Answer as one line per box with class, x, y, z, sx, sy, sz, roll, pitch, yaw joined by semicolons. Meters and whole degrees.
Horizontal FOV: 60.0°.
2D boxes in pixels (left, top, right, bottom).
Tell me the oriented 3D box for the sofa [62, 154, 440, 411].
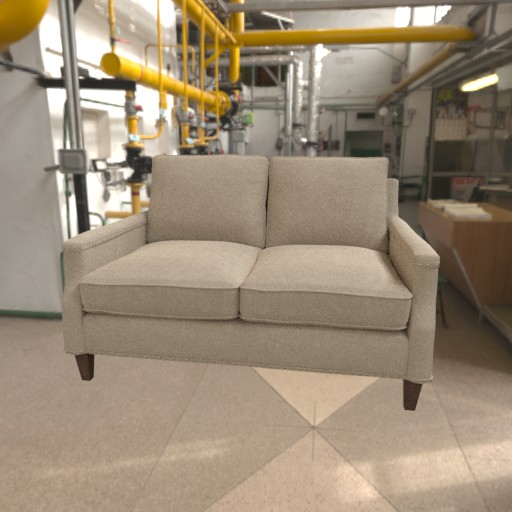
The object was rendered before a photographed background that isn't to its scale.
sofa;0.000;0.000;2.282;1.597;1.002;1.084;2;15;9
